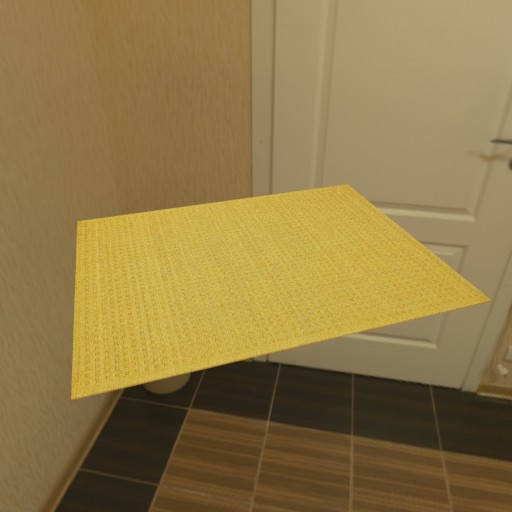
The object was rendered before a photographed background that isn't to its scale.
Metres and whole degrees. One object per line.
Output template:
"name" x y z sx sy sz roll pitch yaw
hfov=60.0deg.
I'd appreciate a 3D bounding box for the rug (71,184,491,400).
"rug" 0.000 0.000 4.202 3.242 0.015 2.486 -10 34 -15
